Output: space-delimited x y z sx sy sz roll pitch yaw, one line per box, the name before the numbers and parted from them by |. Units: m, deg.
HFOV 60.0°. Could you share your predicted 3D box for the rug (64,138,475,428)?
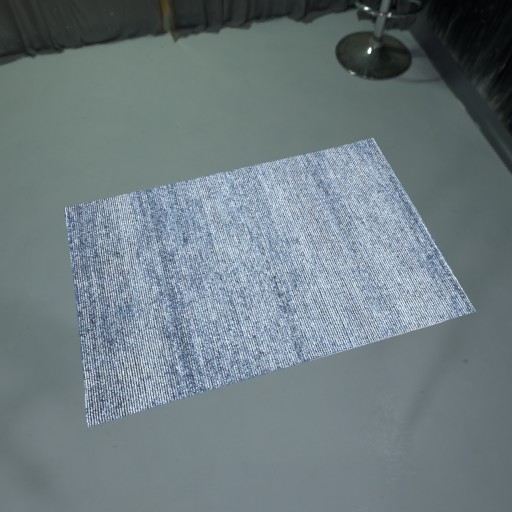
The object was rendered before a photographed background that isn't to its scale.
rug | 0.000 0.000 2.204 1.793 0.025 1.159 -14 60 -8
